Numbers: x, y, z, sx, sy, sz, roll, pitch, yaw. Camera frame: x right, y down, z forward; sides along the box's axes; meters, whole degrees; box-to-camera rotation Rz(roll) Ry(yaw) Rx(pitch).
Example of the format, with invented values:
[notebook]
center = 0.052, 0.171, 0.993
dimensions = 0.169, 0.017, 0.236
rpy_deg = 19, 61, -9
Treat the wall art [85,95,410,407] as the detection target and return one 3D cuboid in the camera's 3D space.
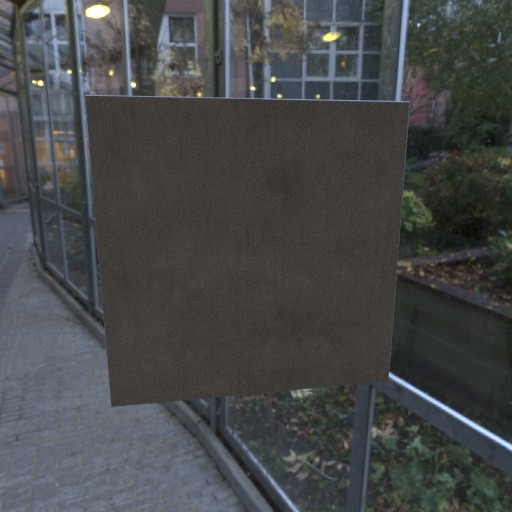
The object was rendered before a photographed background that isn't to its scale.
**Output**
[wall art]
center = 0.000, 0.000, 0.677
dimensions = 0.455, 0.453, 0.023
rpy_deg = -2, 14, -10
